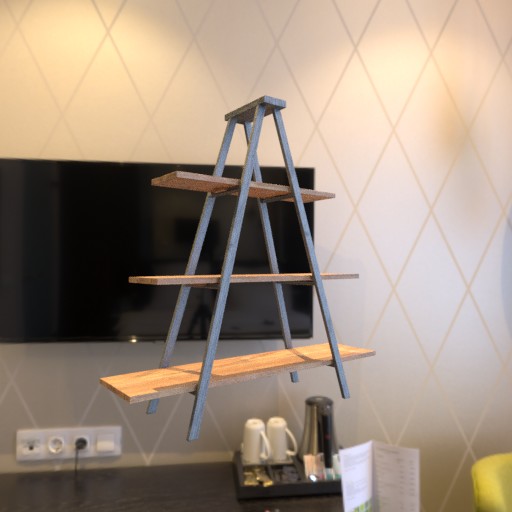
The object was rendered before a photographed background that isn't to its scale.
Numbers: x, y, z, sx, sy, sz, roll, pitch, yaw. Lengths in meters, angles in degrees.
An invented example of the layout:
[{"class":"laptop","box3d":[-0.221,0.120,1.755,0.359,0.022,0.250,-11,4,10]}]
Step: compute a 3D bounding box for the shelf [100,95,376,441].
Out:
[{"class":"shelf","box3d":[0.000,0.000,2.705,1.746,1.808,0.508,1,-1,-37]}]
